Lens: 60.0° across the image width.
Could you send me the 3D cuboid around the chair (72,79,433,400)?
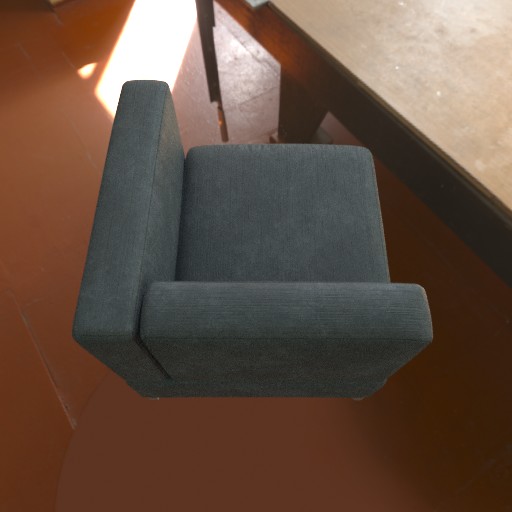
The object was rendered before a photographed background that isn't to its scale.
[{"bbox_3d":[0.000,0.000,1.199,0.680,0.660,0.680,0,63,0],"label":"chair"}]
